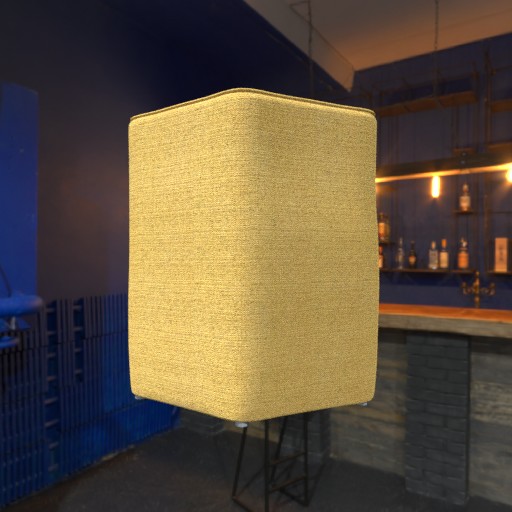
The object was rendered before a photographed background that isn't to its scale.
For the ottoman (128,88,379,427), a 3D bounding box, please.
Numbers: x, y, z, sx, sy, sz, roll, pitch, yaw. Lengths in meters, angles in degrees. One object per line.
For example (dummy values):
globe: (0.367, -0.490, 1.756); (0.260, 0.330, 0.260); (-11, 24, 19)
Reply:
ottoman: (0.000, 0.000, 0.879); (0.494, 0.502, 0.443); (0, 0, 35)
